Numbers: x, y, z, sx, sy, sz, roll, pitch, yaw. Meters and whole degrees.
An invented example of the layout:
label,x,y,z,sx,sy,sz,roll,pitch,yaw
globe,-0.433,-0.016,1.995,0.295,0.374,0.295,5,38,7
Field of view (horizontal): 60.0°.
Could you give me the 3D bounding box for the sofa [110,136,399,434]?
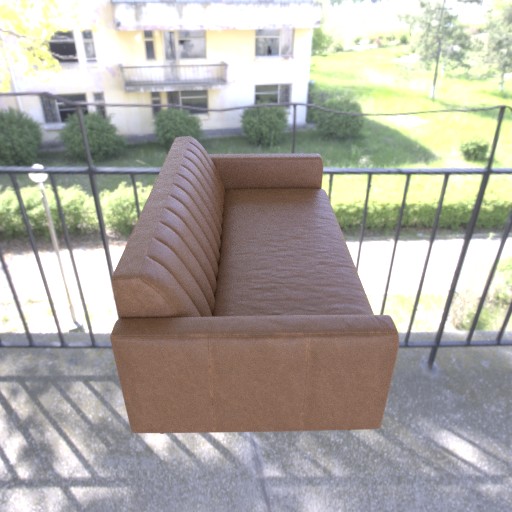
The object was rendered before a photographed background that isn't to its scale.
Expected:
label,x,y,z,sx,sy,sz,roll,pitch,yaw
sofa,0.000,0.000,2.336,0.993,0.821,1.847,-1,31,-1
